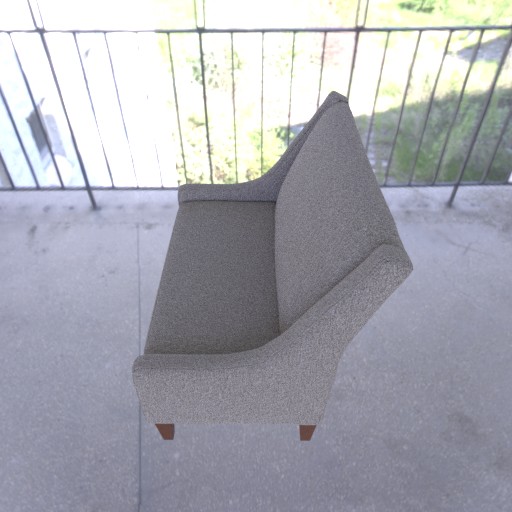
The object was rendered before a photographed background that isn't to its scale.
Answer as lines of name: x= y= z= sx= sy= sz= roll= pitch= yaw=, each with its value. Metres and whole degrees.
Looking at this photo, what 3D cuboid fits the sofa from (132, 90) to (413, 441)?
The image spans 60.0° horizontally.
sofa: x=0.000 y=0.000 z=1.957 sx=0.862 sy=1.026 sz=1.242 roll=0 pitch=41 yaw=0
